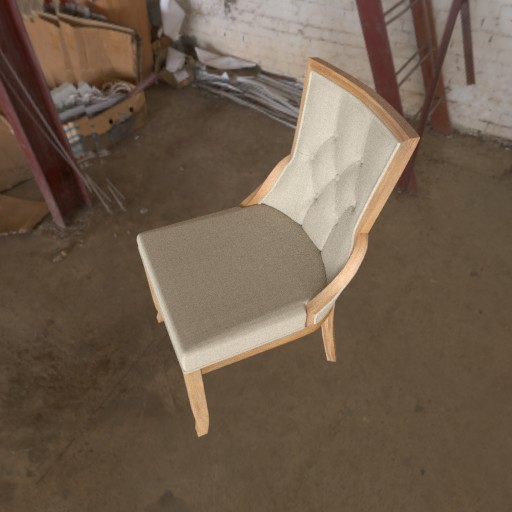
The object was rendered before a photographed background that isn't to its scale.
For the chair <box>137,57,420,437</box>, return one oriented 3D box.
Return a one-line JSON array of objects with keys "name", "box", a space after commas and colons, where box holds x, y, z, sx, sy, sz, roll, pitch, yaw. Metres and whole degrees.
[{"name": "chair", "box": [0.000, 0.000, 1.361, 0.641, 0.947, 0.524, -18, 49, -16]}]
